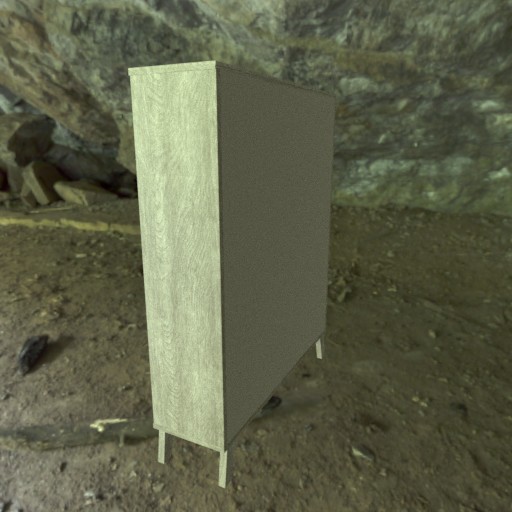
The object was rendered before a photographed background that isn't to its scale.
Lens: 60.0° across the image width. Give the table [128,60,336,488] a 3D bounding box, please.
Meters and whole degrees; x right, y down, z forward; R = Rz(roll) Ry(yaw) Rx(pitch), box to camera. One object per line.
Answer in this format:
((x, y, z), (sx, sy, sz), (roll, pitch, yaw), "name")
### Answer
((0.000, 0.000, 1.565), (0.256, 1.135, 0.902), (7, 17, 26), "table")
